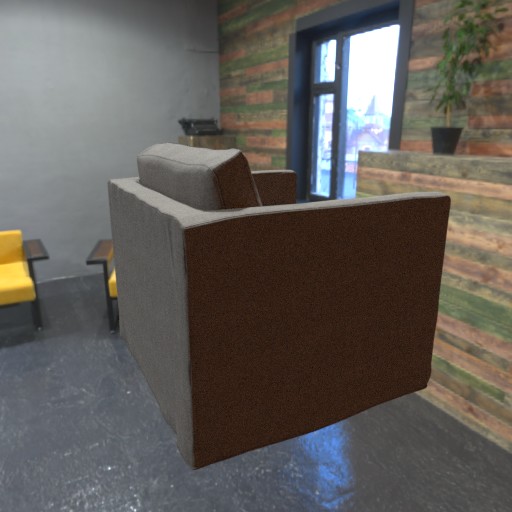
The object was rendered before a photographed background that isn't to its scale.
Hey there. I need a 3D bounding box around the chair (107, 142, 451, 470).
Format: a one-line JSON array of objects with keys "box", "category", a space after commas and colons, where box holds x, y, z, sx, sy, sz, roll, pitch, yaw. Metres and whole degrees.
[{"box": [0.000, 0.000, 1.745, 0.949, 0.863, 1.057, -8, 18, -26], "category": "chair"}]
